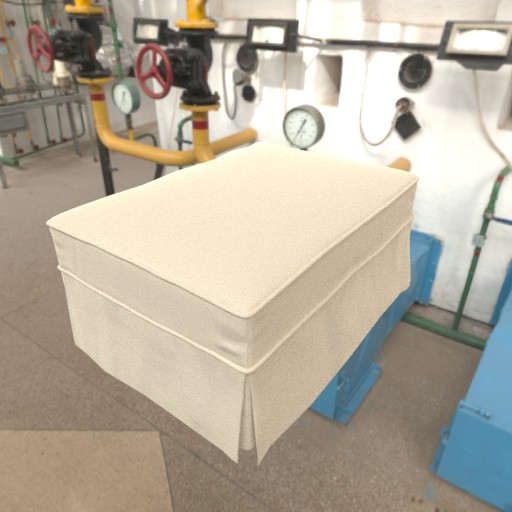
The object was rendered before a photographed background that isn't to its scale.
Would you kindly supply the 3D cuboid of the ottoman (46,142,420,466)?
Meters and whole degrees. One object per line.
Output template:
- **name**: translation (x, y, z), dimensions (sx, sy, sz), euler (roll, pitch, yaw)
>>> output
- **ottoman**: translation (0.000, 0.000, 1.343), dimensions (0.703, 0.479, 0.944), euler (21, 36, 31)
